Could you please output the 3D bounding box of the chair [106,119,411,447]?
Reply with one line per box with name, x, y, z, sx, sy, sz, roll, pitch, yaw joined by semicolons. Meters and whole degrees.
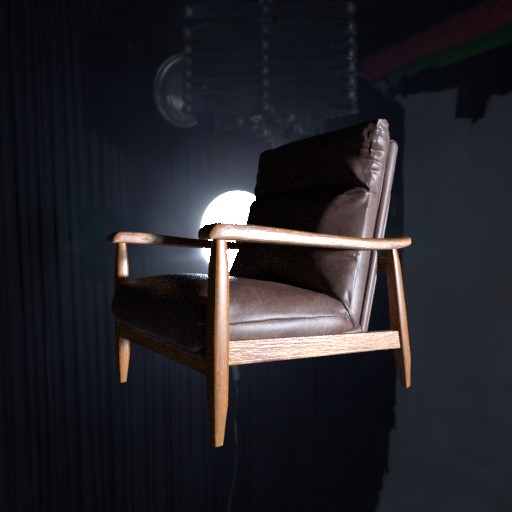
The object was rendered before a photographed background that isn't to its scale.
chair;0.000;0.000;1.530;0.830;0.897;0.782;-1;1;-37
